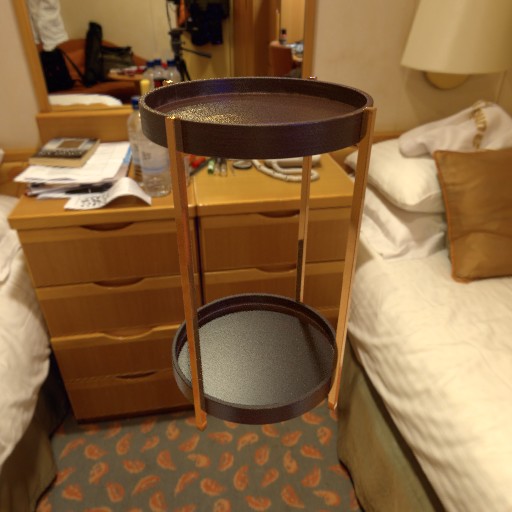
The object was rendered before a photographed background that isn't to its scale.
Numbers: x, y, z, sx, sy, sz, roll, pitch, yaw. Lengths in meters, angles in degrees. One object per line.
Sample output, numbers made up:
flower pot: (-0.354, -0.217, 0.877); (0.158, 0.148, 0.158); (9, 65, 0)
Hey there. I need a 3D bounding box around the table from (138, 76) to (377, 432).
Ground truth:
table: (0.000, 0.000, 0.868); (0.400, 0.610, 0.400); (19, 36, 29)
